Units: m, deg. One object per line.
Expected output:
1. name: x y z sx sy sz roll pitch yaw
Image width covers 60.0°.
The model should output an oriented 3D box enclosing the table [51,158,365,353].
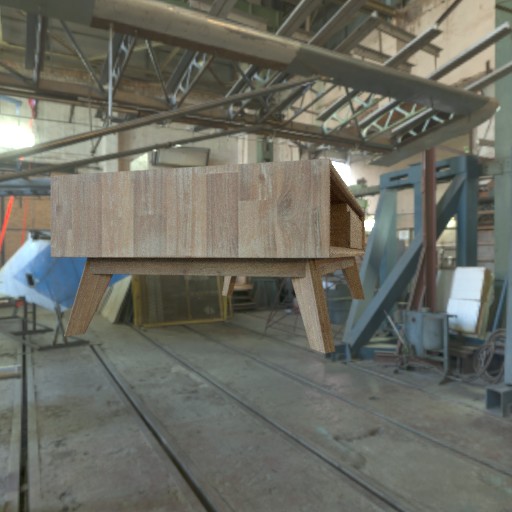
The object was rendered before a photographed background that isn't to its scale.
1. table: 0.000 0.000 2.088 0.918 0.531 1.619 0 0 17
